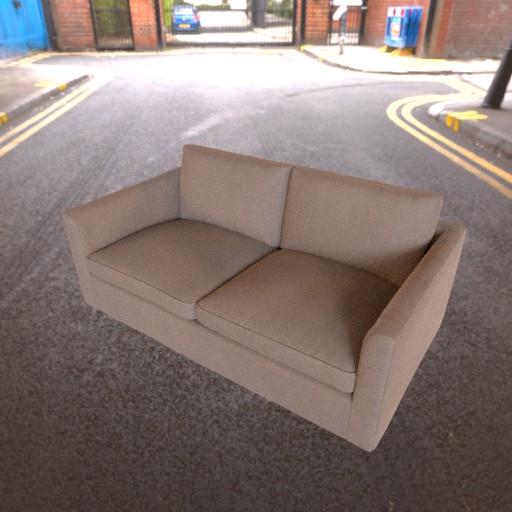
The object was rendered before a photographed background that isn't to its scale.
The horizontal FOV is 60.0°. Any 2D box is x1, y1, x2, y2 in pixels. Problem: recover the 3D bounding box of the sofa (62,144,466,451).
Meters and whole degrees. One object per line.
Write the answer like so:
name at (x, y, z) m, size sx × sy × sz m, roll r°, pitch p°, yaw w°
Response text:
sofa at (0.000, 0.000, 2.463) m, size 1.905 × 0.839 × 1.091 m, roll 19°, pitch 34°, yaw 30°
